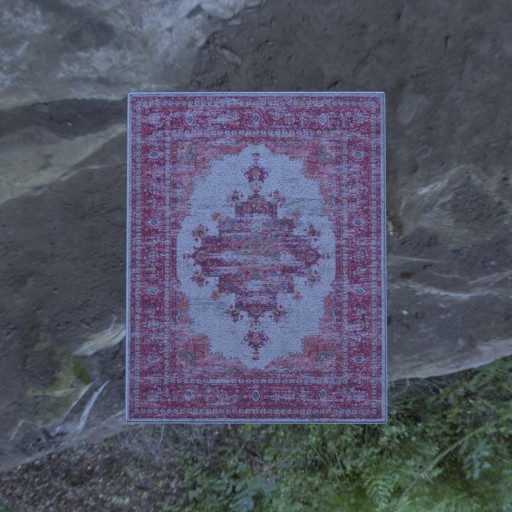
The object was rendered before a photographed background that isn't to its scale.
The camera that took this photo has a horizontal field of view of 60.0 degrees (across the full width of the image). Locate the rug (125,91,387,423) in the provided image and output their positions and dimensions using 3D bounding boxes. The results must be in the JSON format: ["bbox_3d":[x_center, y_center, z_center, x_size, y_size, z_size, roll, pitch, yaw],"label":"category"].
[{"bbox_3d":[0.000,0.000,4.171,2.447,0.017,3.123,0,89,0],"label":"rug"}]
